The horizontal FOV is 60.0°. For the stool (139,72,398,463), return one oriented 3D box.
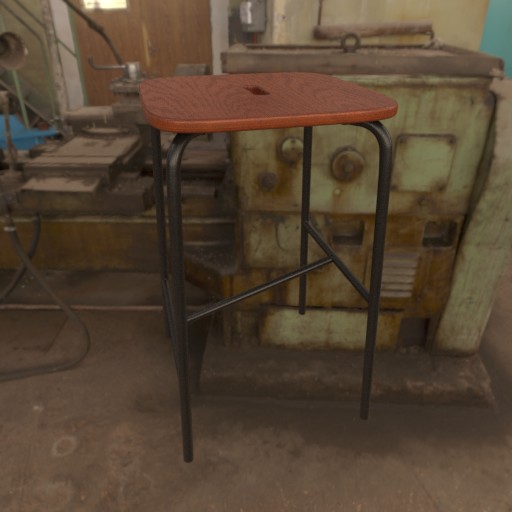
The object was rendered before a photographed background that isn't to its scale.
[{"bbox_3d":[0.000,0.000,0.857,0.376,0.610,0.376,-8,31,-13],"label":"stool"}]
